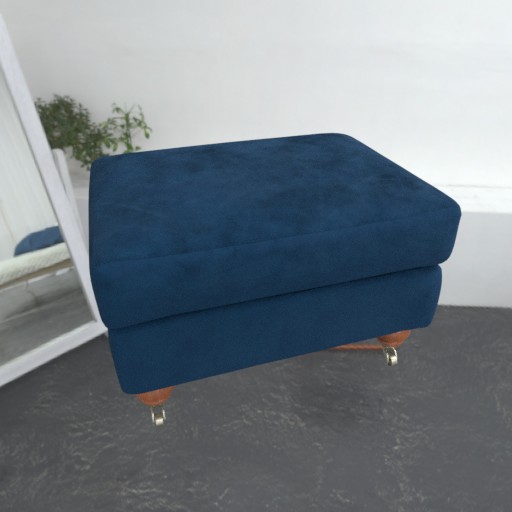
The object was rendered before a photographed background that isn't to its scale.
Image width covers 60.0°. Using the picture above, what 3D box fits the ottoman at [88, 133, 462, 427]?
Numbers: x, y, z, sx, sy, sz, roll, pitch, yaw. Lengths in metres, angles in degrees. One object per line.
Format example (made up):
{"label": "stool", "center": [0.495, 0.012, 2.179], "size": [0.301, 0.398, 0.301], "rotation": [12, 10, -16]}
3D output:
{"label": "ottoman", "center": [0.000, 0.000, 1.157], "size": [0.773, 0.503, 0.572], "rotation": [-10, 34, -15]}
